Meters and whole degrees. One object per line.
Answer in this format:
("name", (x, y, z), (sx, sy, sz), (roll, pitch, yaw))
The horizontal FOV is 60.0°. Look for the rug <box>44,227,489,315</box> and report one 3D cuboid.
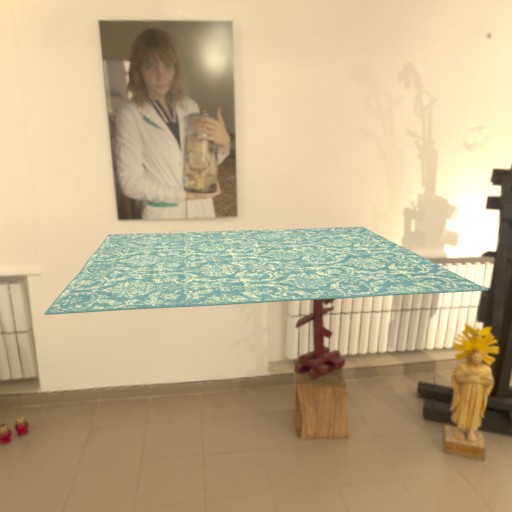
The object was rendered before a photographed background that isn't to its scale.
("rug", (0.000, 0.000, 4.051), (2.980, 0.012, 2.363), (-2, 15, -8))
